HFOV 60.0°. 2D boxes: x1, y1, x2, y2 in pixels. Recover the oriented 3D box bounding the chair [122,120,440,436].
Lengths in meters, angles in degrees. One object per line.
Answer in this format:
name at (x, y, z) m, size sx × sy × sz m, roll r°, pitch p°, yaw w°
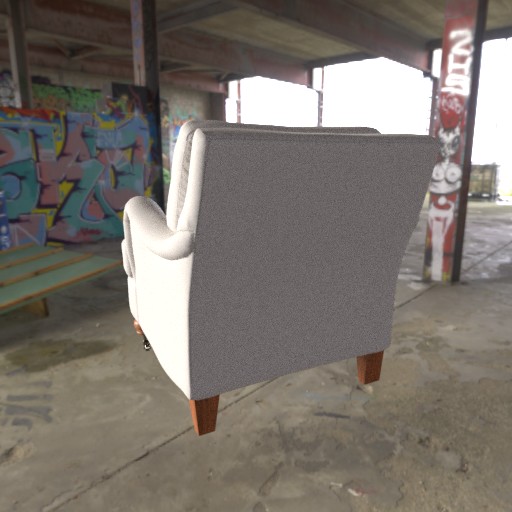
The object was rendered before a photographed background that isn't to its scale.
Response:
chair at (0.000, 0.000, 1.860) m, size 0.955 × 1.038 × 1.070 m, roll -7°, pitch 14°, yaw -27°
